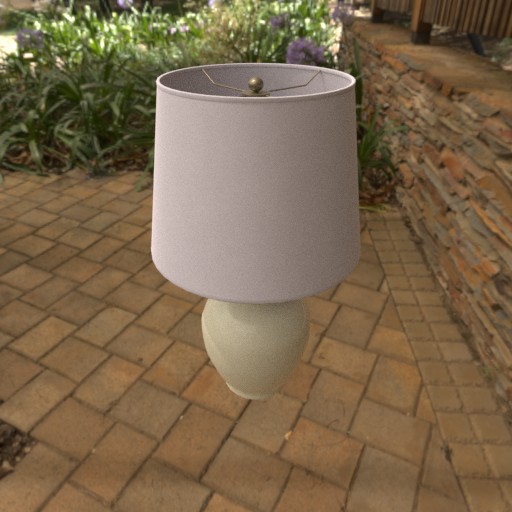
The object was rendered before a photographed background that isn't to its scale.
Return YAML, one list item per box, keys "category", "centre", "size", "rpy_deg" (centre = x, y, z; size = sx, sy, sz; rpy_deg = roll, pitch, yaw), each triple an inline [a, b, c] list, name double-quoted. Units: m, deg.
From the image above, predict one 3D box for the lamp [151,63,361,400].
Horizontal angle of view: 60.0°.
- category: "lamp"
  centre: [0.000, 0.000, 0.527]
  size: [0.239, 0.399, 0.239]
  rpy_deg: [0, 31, 0]
